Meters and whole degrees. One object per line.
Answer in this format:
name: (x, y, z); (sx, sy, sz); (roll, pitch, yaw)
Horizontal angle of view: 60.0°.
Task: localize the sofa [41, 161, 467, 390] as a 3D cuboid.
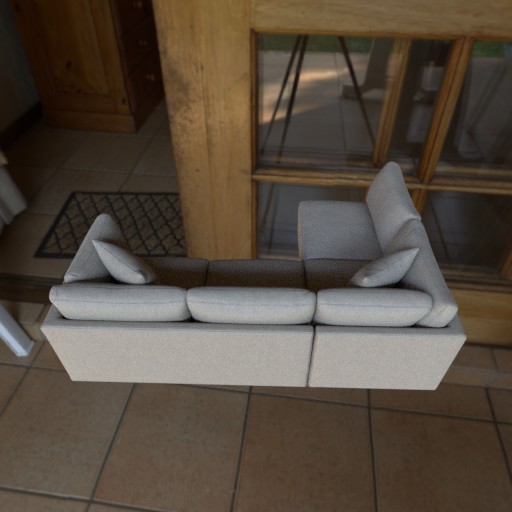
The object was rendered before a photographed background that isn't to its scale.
sofa: (0.000, 0.000, 3.858); (2.896, 0.978, 1.994); (1, 42, 1)
